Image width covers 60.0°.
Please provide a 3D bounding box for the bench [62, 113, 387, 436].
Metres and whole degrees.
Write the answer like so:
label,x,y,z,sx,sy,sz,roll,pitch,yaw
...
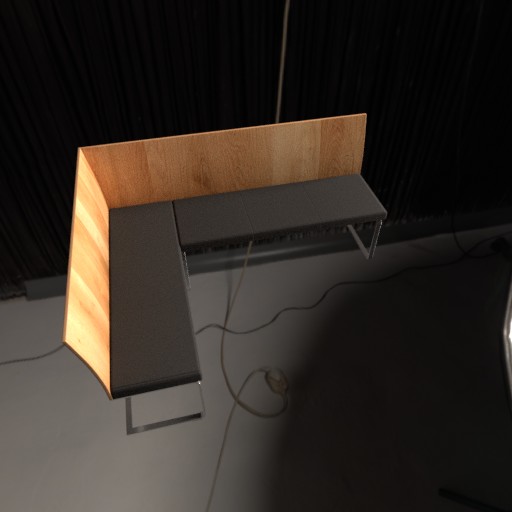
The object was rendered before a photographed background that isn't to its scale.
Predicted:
label,x,y,z,sx,sy,sz,roll,pitch,yaw
bench,0.000,0.000,2.762,1.945,0.930,1.495,-10,46,-10
